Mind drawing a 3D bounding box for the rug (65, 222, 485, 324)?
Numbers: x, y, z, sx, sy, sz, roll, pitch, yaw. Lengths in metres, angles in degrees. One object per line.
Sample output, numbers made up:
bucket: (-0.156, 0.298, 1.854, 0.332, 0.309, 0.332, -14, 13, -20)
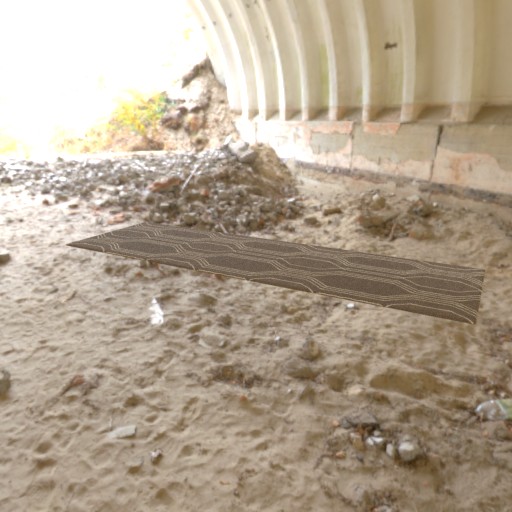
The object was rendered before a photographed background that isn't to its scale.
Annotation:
rug: (0.000, 0.000, 2.689, 2.464, 0.012, 0.773, 9, 19, 28)
